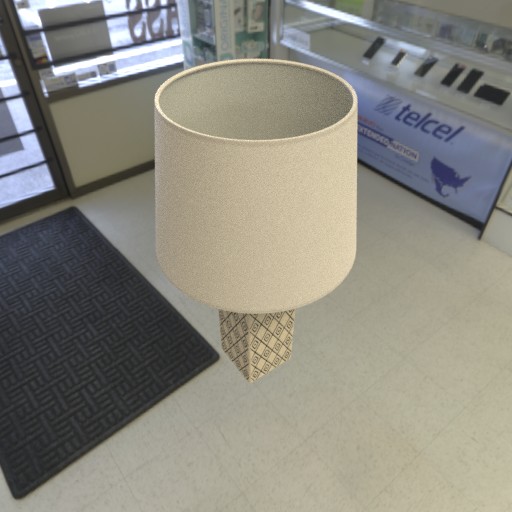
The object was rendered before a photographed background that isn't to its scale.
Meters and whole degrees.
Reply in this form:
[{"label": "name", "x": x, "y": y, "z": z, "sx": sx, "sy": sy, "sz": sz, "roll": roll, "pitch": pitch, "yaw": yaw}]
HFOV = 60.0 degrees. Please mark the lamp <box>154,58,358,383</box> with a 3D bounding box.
[{"label": "lamp", "x": 0.000, "y": 0.000, "z": 0.584, "sx": 0.251, "sy": 0.435, "sz": 0.251, "roll": 0, "pitch": 42, "yaw": 0}]
